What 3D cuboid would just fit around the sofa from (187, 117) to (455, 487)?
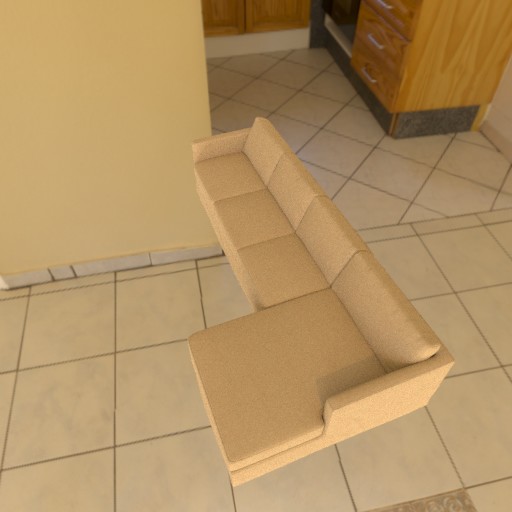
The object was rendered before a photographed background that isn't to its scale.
[{"bbox_3d":[0.000,0.000,3.907,1.622,0.867,3.177,-16,50,-14],"label":"sofa"}]
